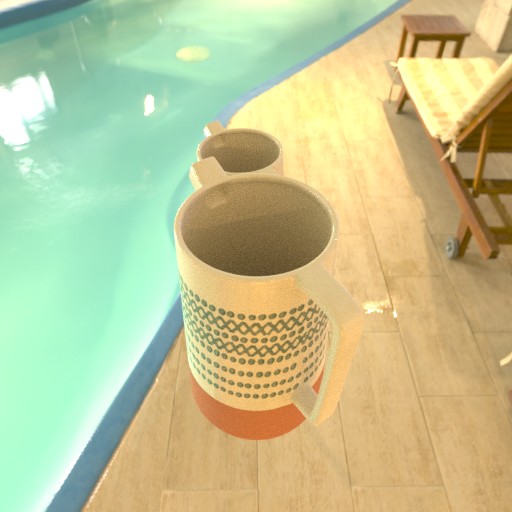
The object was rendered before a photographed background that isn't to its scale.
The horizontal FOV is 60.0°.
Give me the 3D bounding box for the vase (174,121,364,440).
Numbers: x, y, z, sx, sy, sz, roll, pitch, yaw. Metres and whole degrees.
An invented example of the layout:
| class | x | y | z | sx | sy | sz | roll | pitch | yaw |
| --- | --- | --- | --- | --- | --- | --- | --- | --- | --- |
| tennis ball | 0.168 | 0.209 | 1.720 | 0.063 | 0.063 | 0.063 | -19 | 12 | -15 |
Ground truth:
| class | x | y | z | sx | sy | sz | roll | pitch | yaw |
| --- | --- | --- | --- | --- | --- | --- | --- | --- | --- |
| vase | 0.000 | 0.000 | 0.465 | 0.168 | 0.247 | 0.326 | 4 | 45 | 4 |
